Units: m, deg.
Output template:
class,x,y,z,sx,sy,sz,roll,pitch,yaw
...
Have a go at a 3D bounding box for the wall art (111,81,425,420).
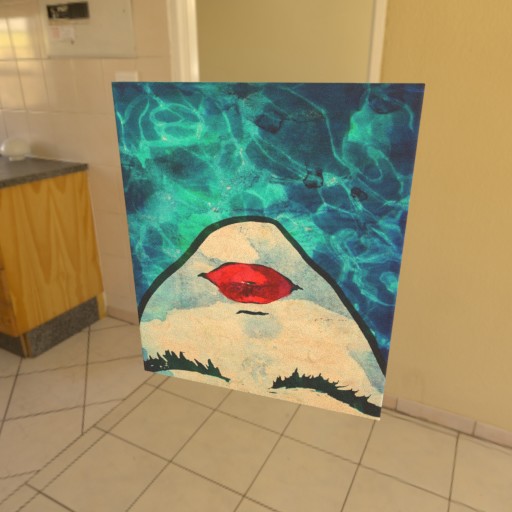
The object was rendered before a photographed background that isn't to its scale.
class,x,y,z,sx,sy,sz,roll,pitch,yaw
wall art,0.000,0.000,0.697,0.432,0.508,0.038,7,23,16
